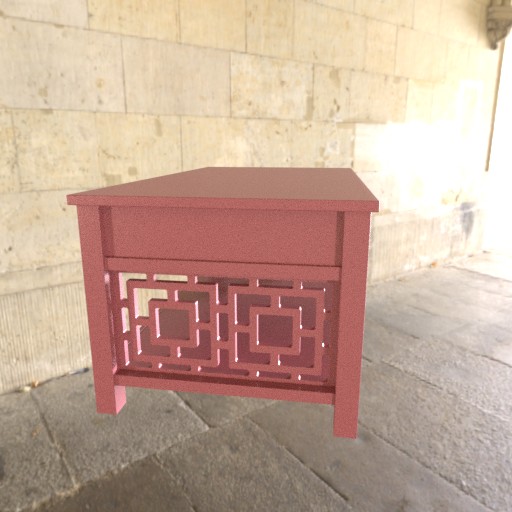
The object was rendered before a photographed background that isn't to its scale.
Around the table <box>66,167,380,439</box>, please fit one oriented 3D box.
[{"bbox_3d":[0.000,0.000,1.398,0.612,0.493,1.068,2,15,9],"label":"table"}]
